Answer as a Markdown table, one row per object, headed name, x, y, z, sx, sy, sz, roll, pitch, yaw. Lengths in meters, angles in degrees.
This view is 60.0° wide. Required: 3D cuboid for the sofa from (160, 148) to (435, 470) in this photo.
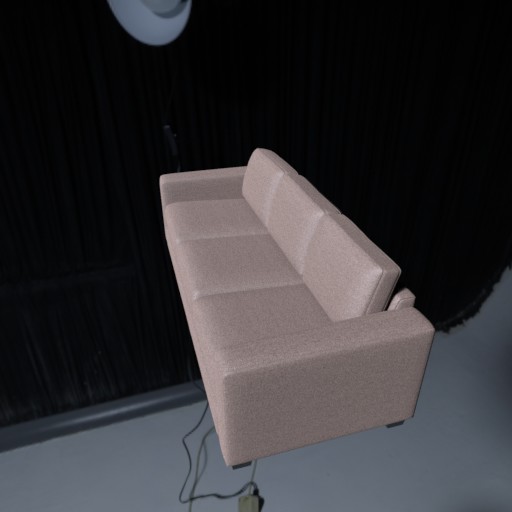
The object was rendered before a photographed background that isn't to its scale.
| name | x | y | z | sx | sy | sz | roll | pitch | yaw |
| --- | --- | --- | --- | --- | --- | --- | --- | --- | --- |
| sofa | 0.000 | 0.000 | 2.645 | 0.900 | 0.806 | 2.160 | -8 | 31 | -14 |
